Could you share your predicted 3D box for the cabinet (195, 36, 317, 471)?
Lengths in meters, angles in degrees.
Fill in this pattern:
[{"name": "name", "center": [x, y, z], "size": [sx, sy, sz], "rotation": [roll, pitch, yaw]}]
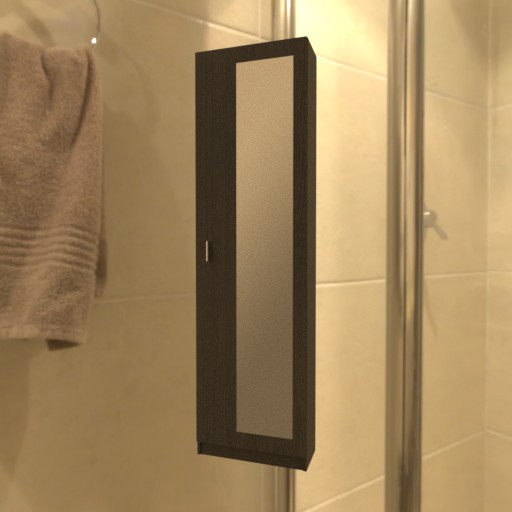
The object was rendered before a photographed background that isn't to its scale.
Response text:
[{"name": "cabinet", "center": [0.000, 0.000, 1.986], "size": [0.500, 1.790, 0.230], "rotation": [0, 2, 18]}]
